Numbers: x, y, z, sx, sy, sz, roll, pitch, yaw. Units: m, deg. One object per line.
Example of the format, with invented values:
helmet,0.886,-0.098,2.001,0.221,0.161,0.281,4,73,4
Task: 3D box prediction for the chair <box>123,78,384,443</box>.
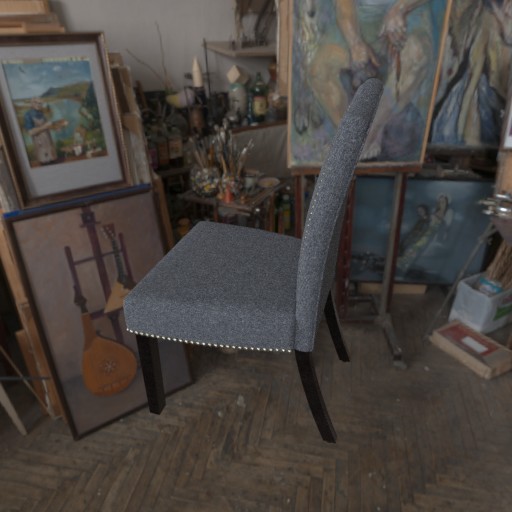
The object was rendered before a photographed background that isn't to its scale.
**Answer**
chair,0.000,0.000,1.259,0.589,0.946,0.518,9,31,15
